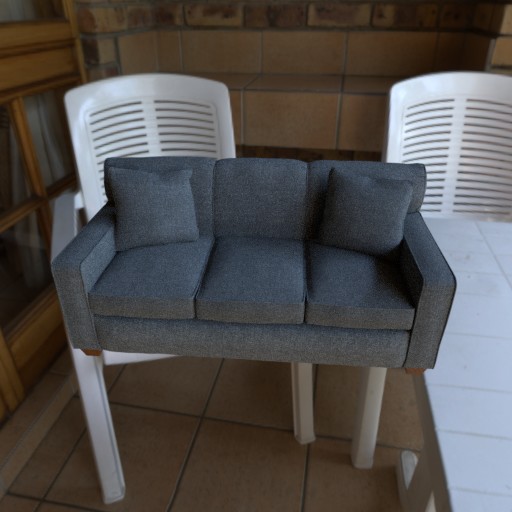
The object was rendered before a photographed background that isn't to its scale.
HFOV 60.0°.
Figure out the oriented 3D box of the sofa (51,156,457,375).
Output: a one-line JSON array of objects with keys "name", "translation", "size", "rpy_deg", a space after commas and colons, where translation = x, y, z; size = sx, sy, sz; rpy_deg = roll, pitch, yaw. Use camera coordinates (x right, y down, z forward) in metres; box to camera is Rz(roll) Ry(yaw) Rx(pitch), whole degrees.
[{"name": "sofa", "translation": [0.000, 0.000, 2.629], "size": [2.024, 0.958, 0.997], "rpy_deg": [2, 30, 4]}]
